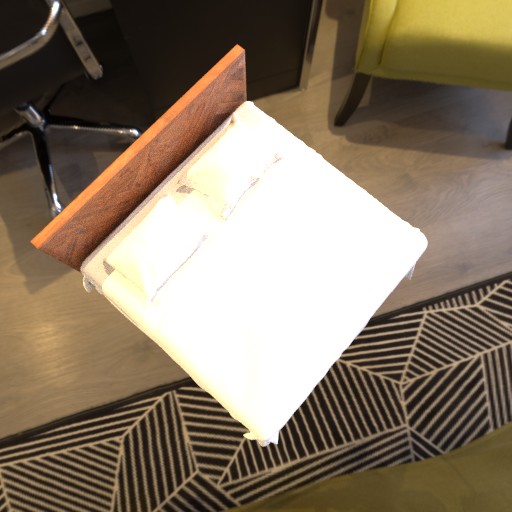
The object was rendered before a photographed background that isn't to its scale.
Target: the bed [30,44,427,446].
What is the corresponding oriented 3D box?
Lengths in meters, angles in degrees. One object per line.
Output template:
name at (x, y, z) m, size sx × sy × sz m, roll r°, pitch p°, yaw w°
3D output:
bed at (0.000, 0.000, 3.448) m, size 2.165 × 1.158 × 2.255 m, roll 40°, pitch 79°, yaw 9°
